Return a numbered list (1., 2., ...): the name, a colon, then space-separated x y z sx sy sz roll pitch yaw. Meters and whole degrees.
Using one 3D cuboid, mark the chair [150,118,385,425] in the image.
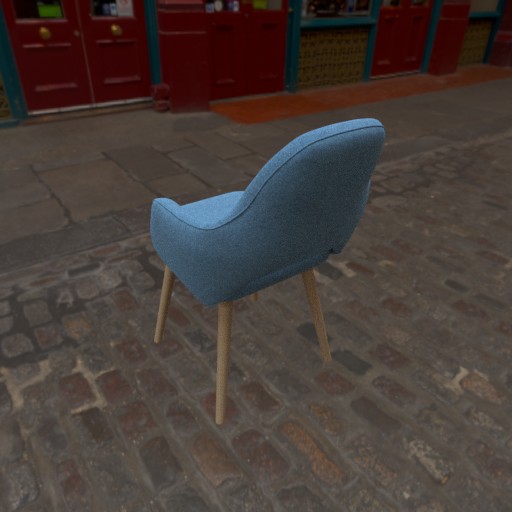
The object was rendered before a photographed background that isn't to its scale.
1. chair: 0.000 0.000 1.324 0.589 0.920 0.666 -21 37 -30
